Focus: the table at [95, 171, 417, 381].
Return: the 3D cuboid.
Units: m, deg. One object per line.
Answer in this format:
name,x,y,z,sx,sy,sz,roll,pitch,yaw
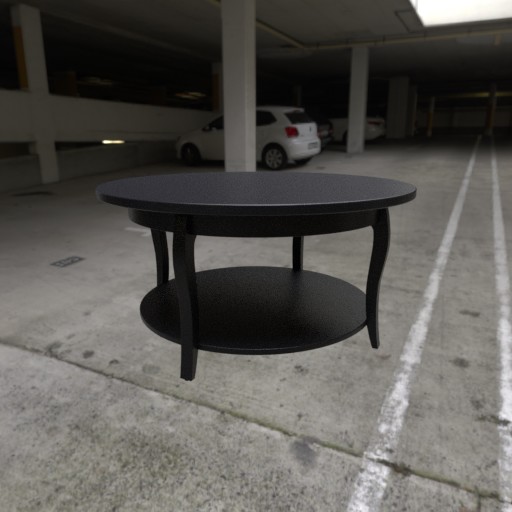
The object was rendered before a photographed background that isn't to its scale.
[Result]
table,0.000,0.000,1.393,0.914,0.457,0.914,0,15,0
